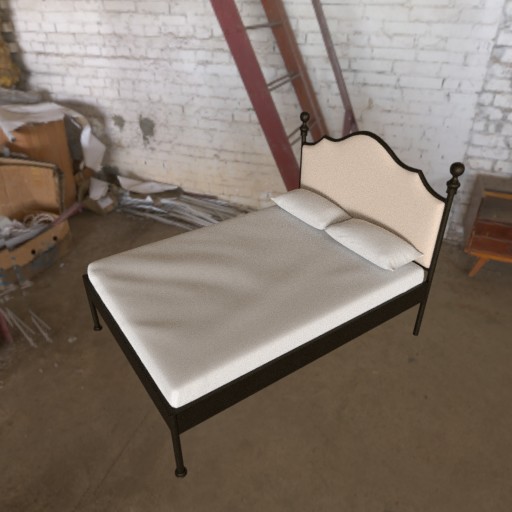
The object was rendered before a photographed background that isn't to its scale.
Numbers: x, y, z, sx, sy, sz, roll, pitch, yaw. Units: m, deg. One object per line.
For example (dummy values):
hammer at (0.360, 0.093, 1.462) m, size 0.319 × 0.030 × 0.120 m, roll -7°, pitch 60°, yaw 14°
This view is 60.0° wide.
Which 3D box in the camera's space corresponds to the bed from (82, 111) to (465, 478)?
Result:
bed at (0.000, 0.000, 3.302) m, size 2.224 × 1.499 × 1.642 m, roll -20°, pitch 38°, yaw -29°
